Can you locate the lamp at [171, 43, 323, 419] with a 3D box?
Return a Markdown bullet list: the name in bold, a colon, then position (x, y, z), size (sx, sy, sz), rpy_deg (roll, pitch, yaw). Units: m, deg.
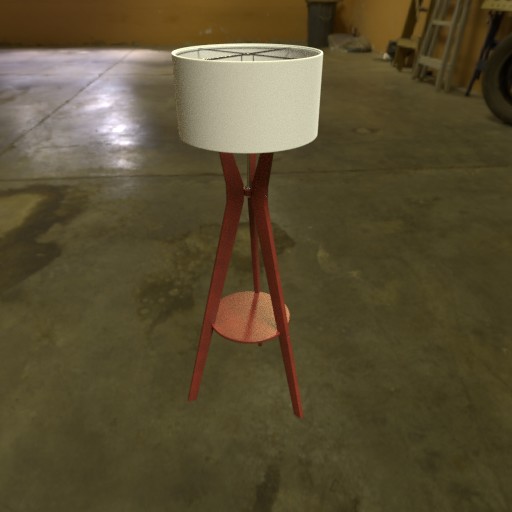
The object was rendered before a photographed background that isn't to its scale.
- **lamp**: position (0.000, 0.000, 1.752), size (0.542, 1.472, 0.539), rpy_deg (24, 38, 34)
